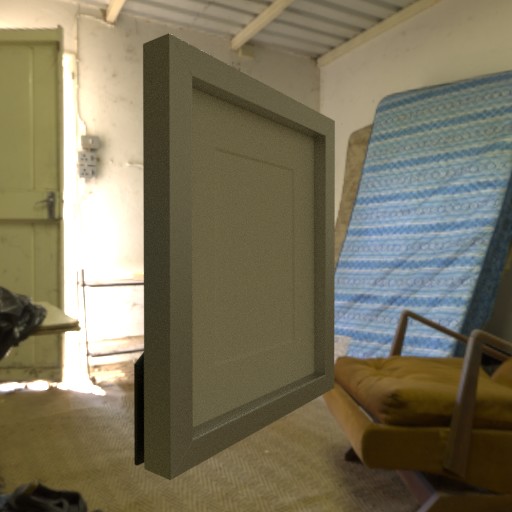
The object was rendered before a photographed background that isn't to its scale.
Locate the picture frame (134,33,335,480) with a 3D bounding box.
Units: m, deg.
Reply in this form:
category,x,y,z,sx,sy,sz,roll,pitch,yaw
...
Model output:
category,x,y,z,sx,sy,sz,roll,pitch,yaw
picture frame,0.000,0.000,0.383,0.036,0.282,0.233,1,1,36
